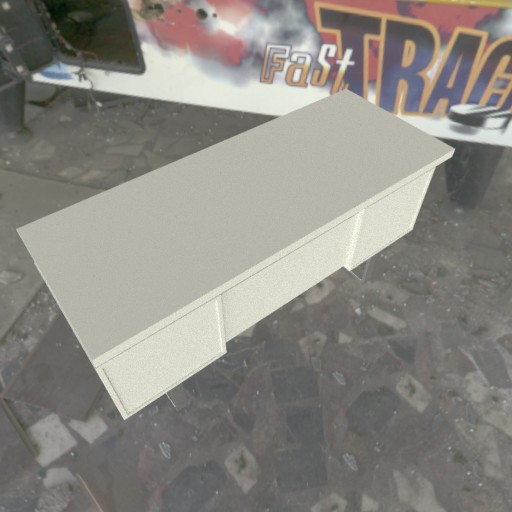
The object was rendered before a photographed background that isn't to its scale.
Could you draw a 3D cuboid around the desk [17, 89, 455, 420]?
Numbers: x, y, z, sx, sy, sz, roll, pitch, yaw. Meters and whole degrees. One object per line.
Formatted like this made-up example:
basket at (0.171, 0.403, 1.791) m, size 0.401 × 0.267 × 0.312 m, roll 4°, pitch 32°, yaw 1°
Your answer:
desk at (0.000, 0.000, 1.895) m, size 1.530 × 0.773 × 0.603 m, roll -30°, pitch 55°, yaw -24°
